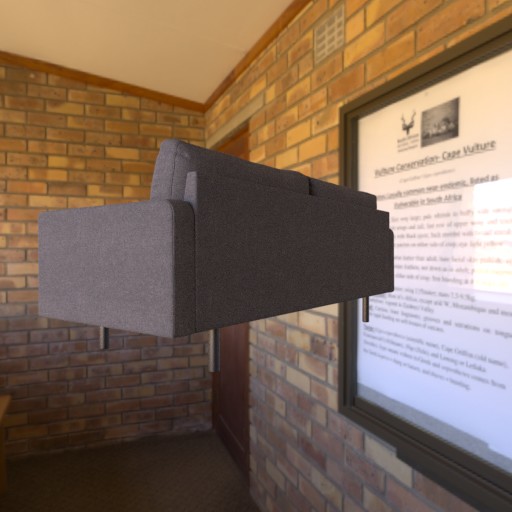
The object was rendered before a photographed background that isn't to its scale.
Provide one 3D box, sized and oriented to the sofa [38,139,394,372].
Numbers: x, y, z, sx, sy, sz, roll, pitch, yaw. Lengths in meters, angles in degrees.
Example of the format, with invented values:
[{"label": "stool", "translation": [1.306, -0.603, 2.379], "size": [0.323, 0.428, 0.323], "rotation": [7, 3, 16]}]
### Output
[{"label": "sofa", "translation": [0.000, 0.000, 2.517], "size": [0.880, 0.880, 2.100], "rotation": [0, 1, 36]}]
